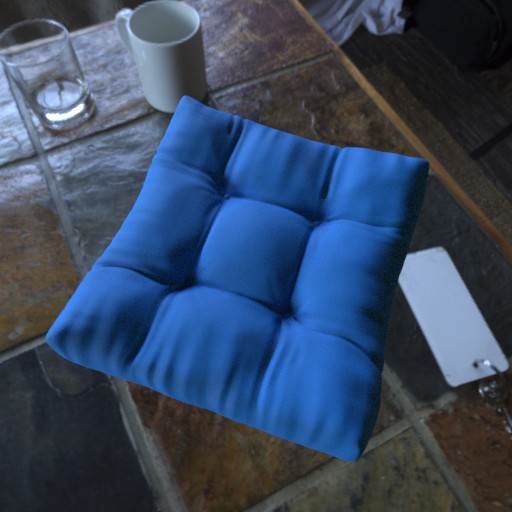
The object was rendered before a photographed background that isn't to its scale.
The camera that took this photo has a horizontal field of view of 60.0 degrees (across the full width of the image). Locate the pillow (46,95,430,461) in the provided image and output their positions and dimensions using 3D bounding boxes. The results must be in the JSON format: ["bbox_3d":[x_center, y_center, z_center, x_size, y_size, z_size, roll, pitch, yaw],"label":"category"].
[{"bbox_3d":[0.000,0.000,0.708,0.468,0.128,0.490,17,65,8],"label":"pillow"}]
